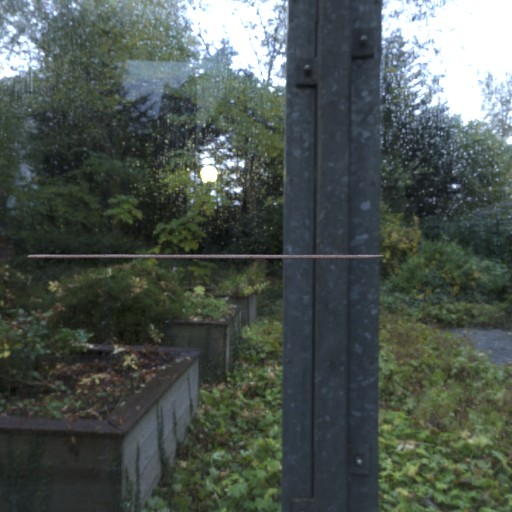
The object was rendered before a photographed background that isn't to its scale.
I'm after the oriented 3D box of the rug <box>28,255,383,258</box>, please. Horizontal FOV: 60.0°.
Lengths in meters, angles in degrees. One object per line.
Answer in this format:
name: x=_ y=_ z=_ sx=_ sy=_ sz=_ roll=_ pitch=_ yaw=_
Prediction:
rug: x=0.000 y=0.000 z=3.044 sx=1.609 sy=0.015 sz=2.390 roll=0 pitch=0 yaw=18
